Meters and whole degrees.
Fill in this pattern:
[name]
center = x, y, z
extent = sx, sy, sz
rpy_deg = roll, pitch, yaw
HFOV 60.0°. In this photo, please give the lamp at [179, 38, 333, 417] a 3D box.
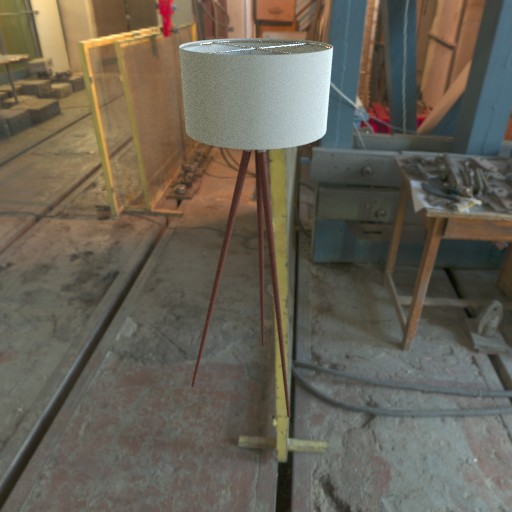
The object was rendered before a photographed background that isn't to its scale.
[lamp]
center = 0.000, 0.000, 1.802
extent = 0.483, 1.553, 0.483
rpy_deg = -23, 38, -33
